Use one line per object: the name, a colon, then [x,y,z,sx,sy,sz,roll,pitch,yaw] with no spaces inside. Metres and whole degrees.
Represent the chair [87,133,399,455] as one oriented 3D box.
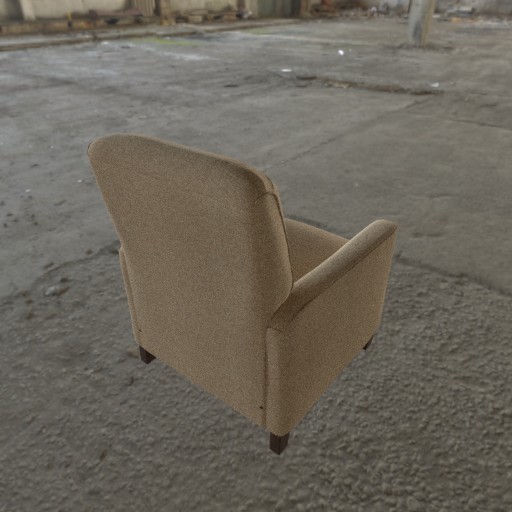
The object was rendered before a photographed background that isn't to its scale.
chair: [0.000,0.000,1.709,0.841,1.028,0.858,22,37,32]
